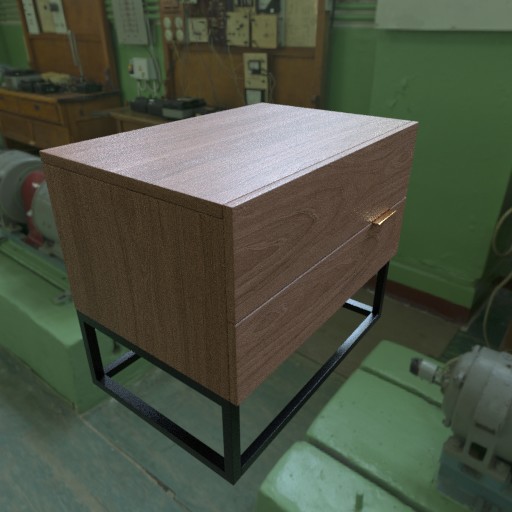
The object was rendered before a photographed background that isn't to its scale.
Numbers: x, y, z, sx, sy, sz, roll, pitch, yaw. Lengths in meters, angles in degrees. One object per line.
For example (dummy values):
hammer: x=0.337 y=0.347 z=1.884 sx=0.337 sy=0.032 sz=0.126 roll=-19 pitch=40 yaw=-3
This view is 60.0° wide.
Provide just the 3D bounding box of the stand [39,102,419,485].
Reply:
stand: x=0.000 y=0.000 z=0.927 sx=0.420 sy=0.500 sz=0.600 roll=20 pitch=34 yaw=32
